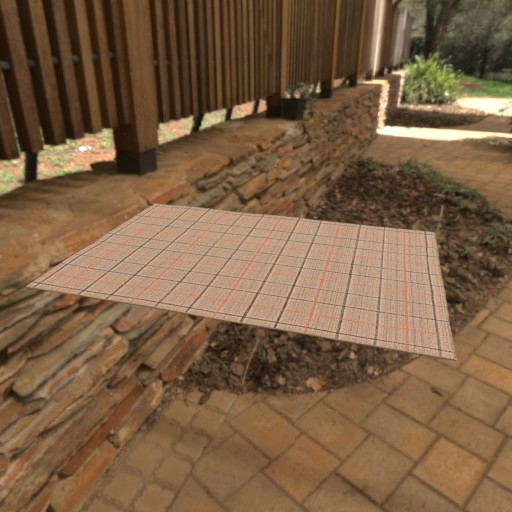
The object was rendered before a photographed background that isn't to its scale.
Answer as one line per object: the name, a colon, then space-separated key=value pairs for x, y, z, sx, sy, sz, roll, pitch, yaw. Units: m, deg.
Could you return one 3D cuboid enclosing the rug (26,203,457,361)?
rug: x=0.000 y=0.000 z=2.313 sx=1.829 sy=0.013 sz=1.220 roll=7 pitch=26 yaw=15
